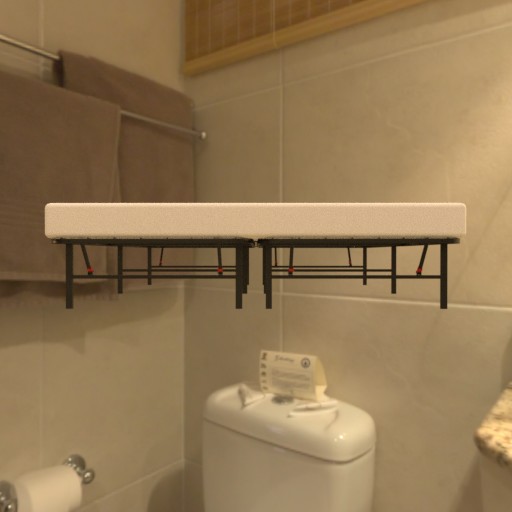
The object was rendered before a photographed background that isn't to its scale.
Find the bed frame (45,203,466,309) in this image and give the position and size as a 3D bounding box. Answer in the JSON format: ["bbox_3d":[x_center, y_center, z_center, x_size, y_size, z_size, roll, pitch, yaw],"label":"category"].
[{"bbox_3d":[0.000,0.000,3.083,2.033,0.525,1.935,0,0,0],"label":"bed frame"}]
